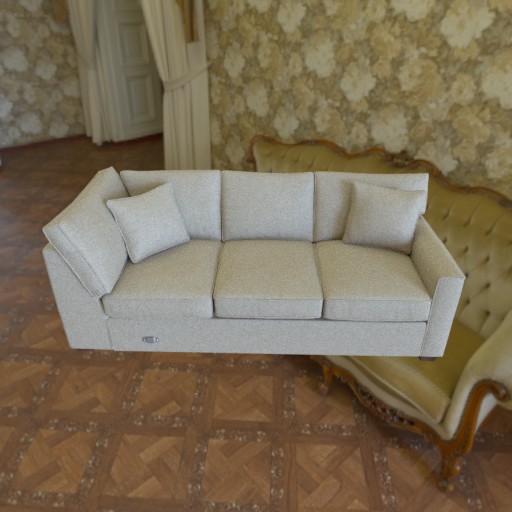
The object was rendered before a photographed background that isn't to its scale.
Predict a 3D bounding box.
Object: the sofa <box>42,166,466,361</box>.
[{"bbox_3d":[0.000,0.000,2.927,2.323,0.948,1.053,1,30,1],"label":"sofa"}]
